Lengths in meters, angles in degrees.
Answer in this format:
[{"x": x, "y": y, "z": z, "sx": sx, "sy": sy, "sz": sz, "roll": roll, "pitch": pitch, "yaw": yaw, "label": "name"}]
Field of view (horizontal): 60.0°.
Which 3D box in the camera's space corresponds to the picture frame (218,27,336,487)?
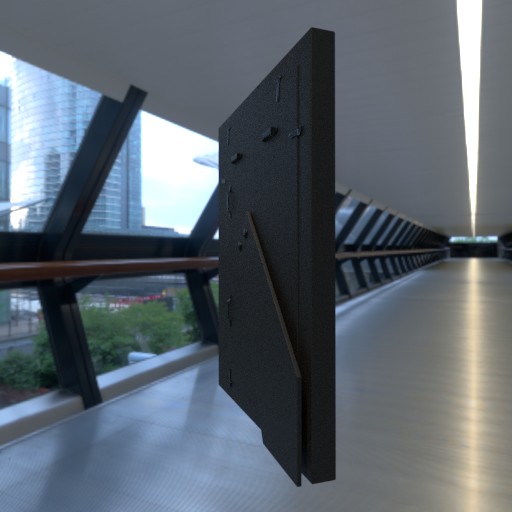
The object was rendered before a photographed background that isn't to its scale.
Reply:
[{"x": 0.000, "y": 0.000, "z": 0.517, "sx": 0.036, "sy": 0.383, "sz": 0.307, "roll": 0, "pitch": 0, "yaw": -19, "label": "picture frame"}]
